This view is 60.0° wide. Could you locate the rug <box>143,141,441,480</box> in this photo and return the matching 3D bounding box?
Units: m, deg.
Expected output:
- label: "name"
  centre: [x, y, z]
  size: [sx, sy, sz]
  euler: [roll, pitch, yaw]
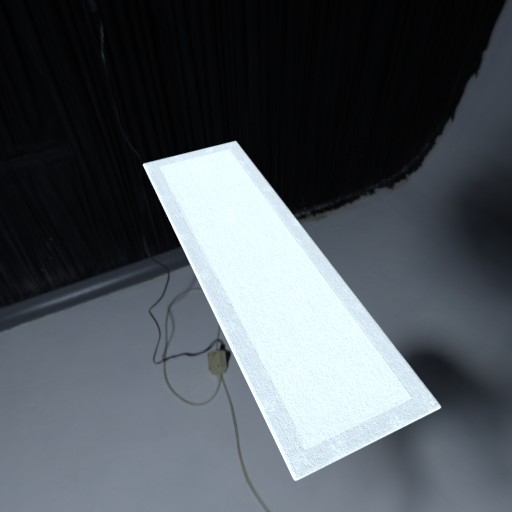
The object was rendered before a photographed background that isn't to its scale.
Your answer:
- label: "rug"
  centre: [0.000, 0.000, 2.673]
  size: [0.759, 0.012, 2.430]
  euler: [-18, 49, -17]
